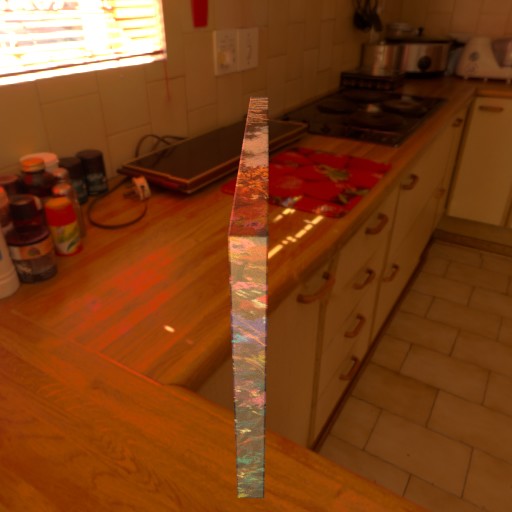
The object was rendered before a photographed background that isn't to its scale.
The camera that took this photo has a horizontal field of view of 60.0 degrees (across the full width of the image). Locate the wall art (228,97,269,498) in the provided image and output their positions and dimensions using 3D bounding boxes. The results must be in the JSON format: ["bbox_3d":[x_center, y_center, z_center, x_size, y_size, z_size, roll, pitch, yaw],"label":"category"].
[{"bbox_3d":[0.000,0.000,0.763,0.037,0.406,0.610,1,31,1],"label":"wall art"}]
